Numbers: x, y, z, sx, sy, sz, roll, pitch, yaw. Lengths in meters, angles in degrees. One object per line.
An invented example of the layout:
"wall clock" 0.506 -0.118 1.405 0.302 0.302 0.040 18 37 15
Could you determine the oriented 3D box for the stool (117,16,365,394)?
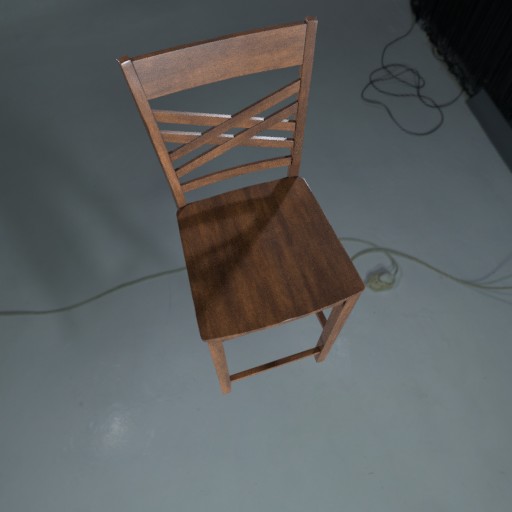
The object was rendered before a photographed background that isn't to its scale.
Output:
"stool" 0.000 0.000 1.292 0.426 1.098 0.504 -16 64 -8
